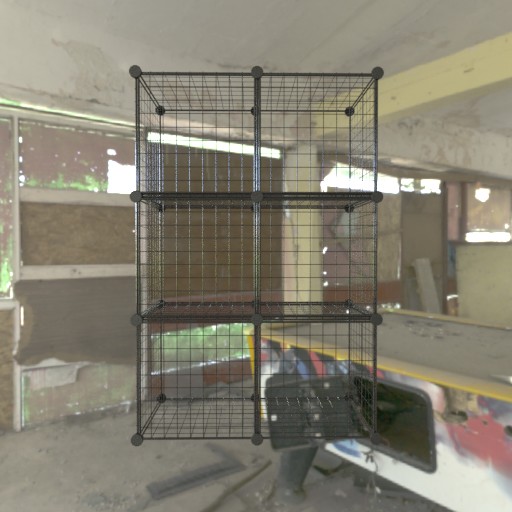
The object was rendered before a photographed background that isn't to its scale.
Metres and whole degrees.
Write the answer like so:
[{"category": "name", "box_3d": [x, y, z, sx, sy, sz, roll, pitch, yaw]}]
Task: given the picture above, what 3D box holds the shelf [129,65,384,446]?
[{"category": "shelf", "box_3d": [0.000, 0.000, 1.423, 0.711, 1.067, 0.356, 0, 1, -1]}]
